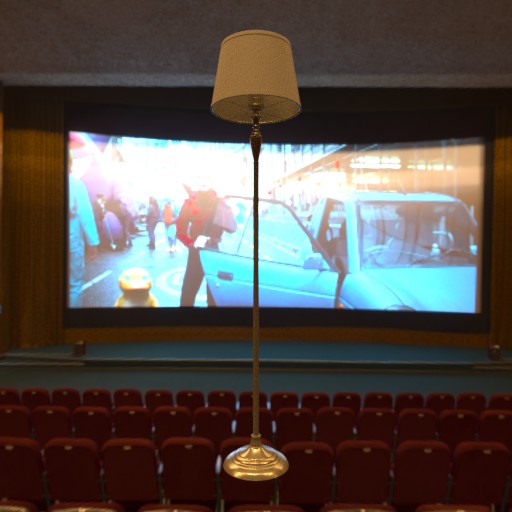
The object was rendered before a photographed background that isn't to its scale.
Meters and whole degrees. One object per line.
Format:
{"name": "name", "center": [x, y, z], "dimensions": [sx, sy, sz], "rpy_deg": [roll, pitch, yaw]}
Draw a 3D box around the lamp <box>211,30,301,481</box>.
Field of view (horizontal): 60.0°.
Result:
{"name": "lamp", "center": [0.000, 0.000, 1.602], "dimensions": [0.327, 1.506, 0.327], "rpy_deg": [0, 0, 0]}
